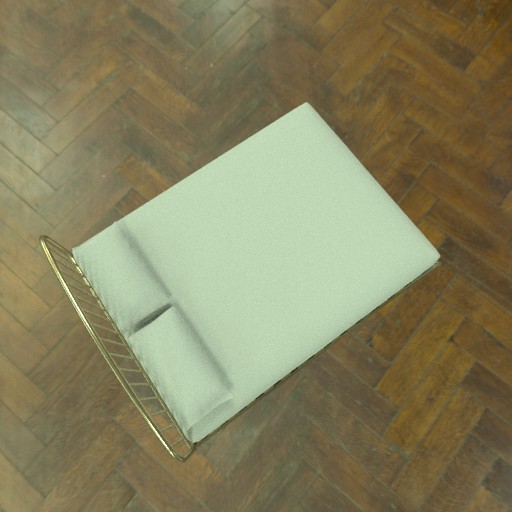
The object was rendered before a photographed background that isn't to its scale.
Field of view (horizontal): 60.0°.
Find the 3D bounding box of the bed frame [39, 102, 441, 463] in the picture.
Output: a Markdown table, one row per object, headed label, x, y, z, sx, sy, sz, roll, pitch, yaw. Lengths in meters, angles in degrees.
| label | x | y | z | sx | sy | sz | roll | pitch | yaw |
| --- | --- | --- | --- | --- | --- | --- | --- | --- | --- |
| bed frame | 0.000 | 0.000 | 3.089 | 2.152 | 1.175 | 1.612 | -35 | 77 | -9 |
